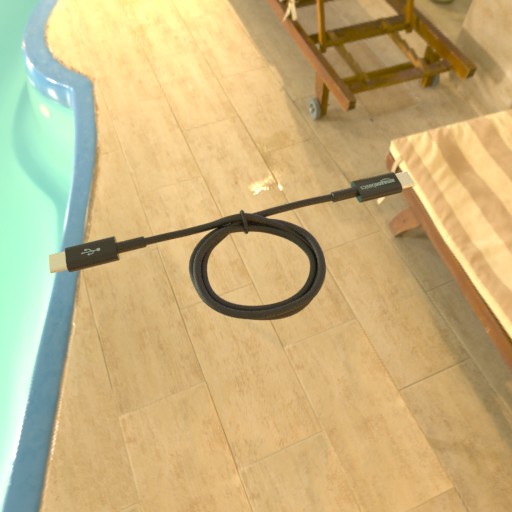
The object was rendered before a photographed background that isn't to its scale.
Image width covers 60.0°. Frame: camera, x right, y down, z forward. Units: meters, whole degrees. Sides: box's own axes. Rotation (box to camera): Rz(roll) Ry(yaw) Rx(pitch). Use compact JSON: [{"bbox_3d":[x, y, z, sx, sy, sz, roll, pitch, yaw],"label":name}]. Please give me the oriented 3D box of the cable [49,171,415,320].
[{"bbox_3d":[0.000,0.000,0.225,0.203,0.014,0.070,-14,59,-9],"label":"cable"}]
